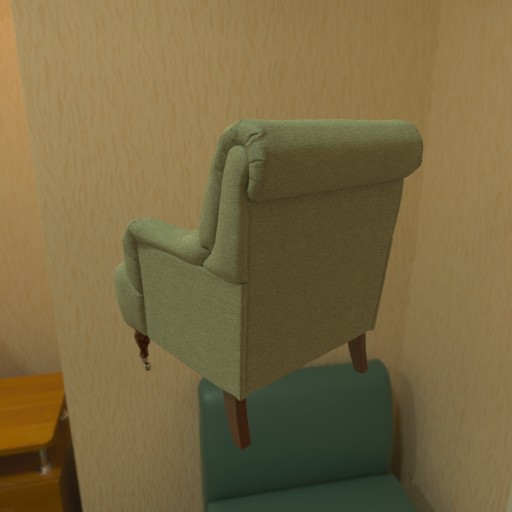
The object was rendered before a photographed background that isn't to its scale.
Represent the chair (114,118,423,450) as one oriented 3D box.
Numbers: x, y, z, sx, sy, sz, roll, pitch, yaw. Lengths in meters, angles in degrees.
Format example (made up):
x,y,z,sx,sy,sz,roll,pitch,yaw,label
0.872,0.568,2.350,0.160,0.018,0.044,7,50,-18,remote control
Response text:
x,y,z,sx,sy,sz,roll,pitch,yaw,label
0.000,0.000,1.999,0.964,1.178,1.060,-15,22,-40,chair
